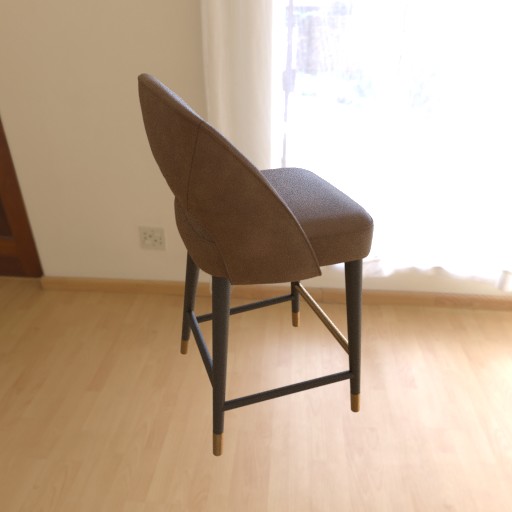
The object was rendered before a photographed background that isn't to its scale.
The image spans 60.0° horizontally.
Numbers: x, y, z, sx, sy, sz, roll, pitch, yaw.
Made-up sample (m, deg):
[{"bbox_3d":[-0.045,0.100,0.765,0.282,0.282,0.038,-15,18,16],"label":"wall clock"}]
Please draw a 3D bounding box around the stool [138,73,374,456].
[{"bbox_3d":[0.000,0.000,1.208,0.509,0.940,0.494,-10,32,-17],"label":"stool"}]
